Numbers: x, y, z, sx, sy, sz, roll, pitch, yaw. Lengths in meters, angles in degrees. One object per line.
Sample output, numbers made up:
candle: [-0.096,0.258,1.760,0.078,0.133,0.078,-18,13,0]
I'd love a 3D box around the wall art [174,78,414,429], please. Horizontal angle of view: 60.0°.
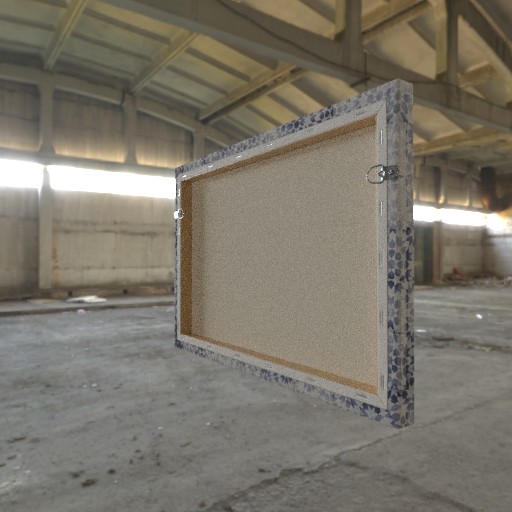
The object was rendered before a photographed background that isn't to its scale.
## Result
wall art: [0.000,0.000,0.765,0.030,0.406,0.608,0,-1,-35]
